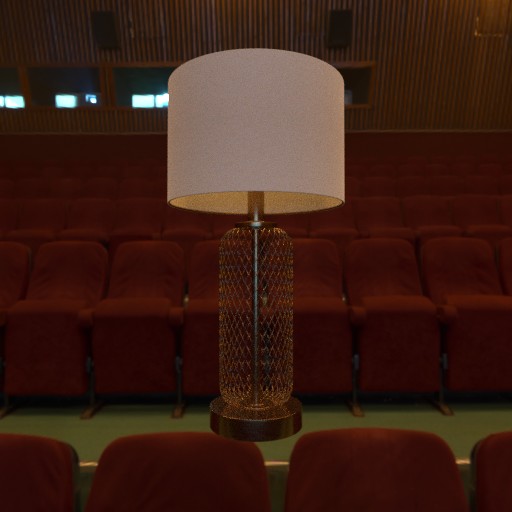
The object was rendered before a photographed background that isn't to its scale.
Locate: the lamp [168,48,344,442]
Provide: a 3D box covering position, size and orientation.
[{"bbox_3d":[0.000,0.000,0.642,0.252,0.483,0.252,0,-1,-1],"label":"lamp"}]
